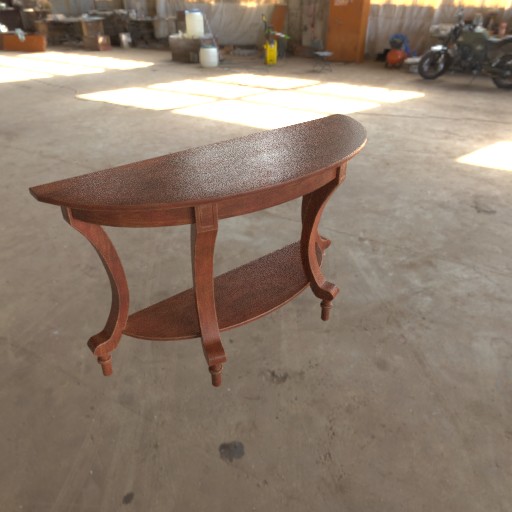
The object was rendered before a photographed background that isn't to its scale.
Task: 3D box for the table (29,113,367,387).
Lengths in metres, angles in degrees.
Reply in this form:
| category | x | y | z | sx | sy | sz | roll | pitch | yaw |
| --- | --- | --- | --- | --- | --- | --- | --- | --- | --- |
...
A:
| category | x | y | z | sx | sy | sz | roll | pitch | yaw |
| --- | --- | --- | --- | --- | --- | --- | --- | --- | --- |
| table | 0.000 | 0.000 | 1.522 | 1.198 | 0.699 | 0.394 | -24 | 39 | -33 |
